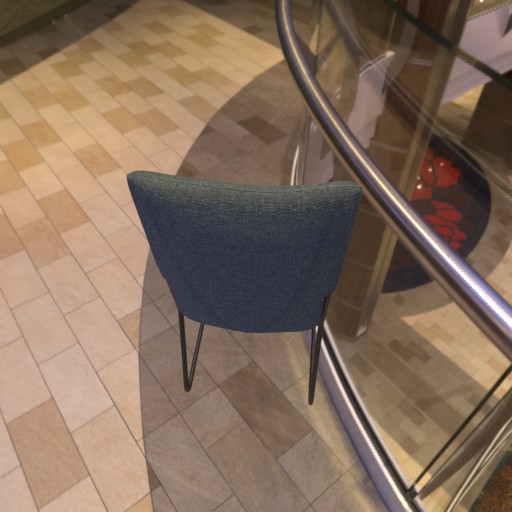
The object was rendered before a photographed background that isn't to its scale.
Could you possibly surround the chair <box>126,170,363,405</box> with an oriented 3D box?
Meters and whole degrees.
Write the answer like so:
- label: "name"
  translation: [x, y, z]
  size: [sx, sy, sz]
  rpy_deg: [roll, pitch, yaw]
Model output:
- label: "chair"
  translation: [0.000, 0.000, 1.319]
  size: [0.480, 0.931, 0.635]
  rpy_deg: [5, 46, 4]
